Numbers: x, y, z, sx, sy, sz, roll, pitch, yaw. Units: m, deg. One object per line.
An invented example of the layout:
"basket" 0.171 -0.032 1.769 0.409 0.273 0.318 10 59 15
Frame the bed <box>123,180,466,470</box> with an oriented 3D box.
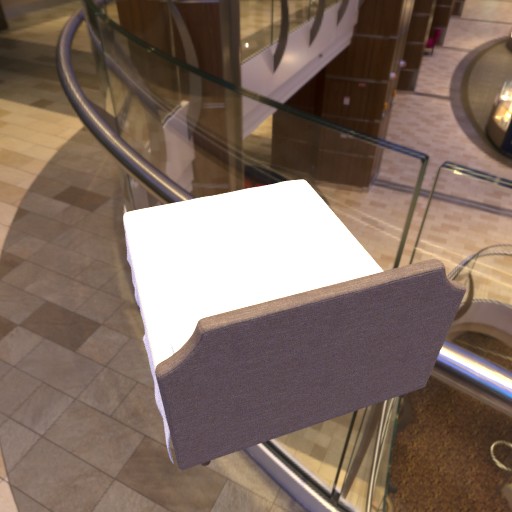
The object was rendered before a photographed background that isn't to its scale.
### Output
"bed" 0.000 0.000 4.155 2.350 1.590 2.773 -13 42 -15
